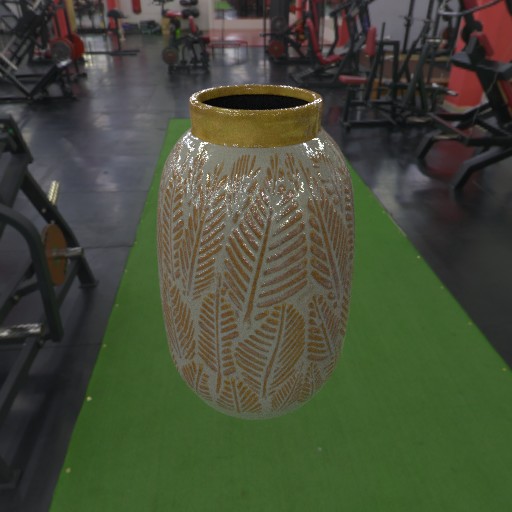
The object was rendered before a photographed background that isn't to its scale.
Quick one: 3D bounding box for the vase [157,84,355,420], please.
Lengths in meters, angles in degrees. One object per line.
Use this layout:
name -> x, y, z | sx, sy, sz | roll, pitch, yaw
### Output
vase -> 0.000, 0.000, 0.390 | 0.172, 0.270, 0.172 | 0, 31, 0
